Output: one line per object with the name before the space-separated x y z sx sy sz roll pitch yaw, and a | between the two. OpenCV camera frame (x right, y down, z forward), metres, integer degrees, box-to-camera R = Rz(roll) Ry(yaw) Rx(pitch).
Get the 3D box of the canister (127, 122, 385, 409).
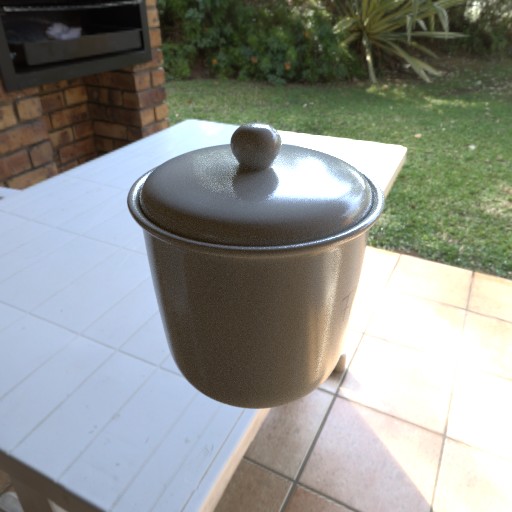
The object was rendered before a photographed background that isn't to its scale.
canister | 0.000 0.000 0.352 0.182 0.208 0.182 0 31 0
